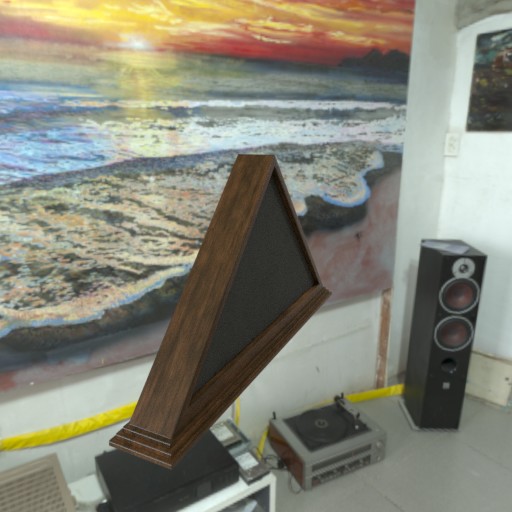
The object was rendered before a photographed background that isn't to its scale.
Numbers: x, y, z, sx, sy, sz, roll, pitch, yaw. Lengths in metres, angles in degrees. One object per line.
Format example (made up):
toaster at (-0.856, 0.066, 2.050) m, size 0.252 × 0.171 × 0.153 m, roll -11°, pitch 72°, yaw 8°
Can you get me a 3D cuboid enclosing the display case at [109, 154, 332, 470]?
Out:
display case at (0.000, 0.000, 0.761) m, size 0.095 × 0.340 × 0.640 m, roll 7°, pitch 17°, yaw 25°
